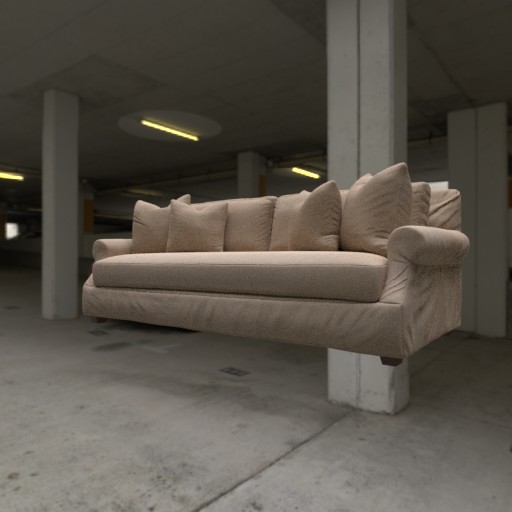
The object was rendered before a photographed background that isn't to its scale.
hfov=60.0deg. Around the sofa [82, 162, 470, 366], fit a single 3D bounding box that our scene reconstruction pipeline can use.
[{"bbox_3d":[0.000,0.000,2.766,2.285,0.904,1.067,0,-1,36],"label":"sofa"}]
